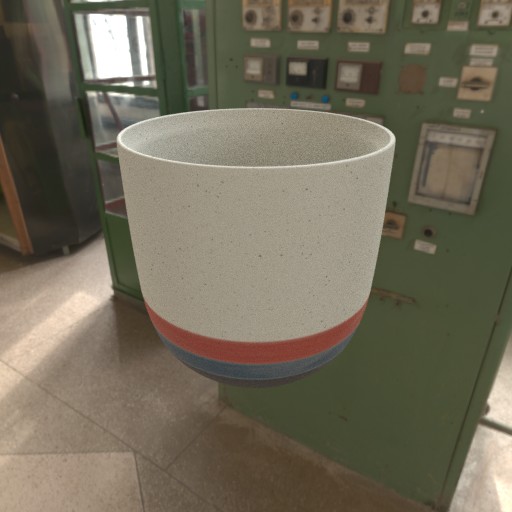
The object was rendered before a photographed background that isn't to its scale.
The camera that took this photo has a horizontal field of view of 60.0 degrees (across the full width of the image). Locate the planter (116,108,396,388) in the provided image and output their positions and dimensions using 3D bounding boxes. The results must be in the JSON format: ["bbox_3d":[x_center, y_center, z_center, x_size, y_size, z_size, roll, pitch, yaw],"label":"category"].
[{"bbox_3d":[0.000,0.000,0.384,0.204,0.214,0.204,0,27,0],"label":"planter"}]
